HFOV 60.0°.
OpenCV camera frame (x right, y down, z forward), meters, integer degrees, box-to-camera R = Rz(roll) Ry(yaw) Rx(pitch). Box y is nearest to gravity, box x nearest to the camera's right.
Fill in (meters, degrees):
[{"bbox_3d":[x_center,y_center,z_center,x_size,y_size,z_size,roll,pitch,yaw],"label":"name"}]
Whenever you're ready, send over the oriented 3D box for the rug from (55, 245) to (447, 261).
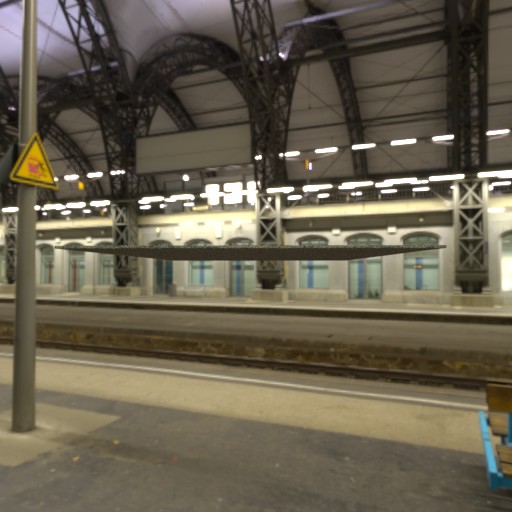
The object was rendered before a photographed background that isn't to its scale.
[{"bbox_3d":[0.000,0.000,2.318,1.260,0.009,1.820,0,-2,2],"label":"rug"}]
